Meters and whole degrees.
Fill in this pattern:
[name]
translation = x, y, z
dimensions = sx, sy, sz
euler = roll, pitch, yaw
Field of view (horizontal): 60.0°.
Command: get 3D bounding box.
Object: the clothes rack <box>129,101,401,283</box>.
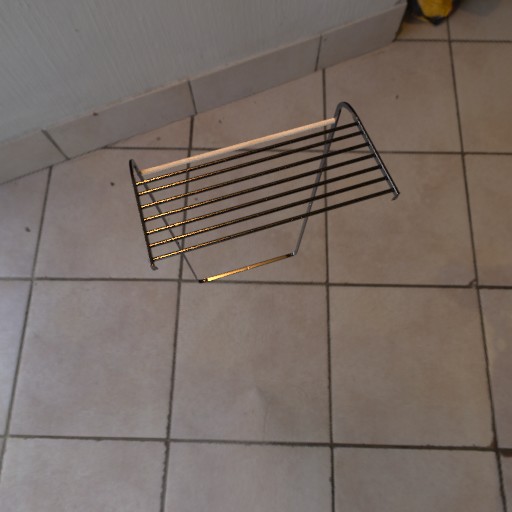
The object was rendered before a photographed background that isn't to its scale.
[clothes rack]
translation = 0.000, 0.000, 1.817
dimensions = 0.609, 1.574, 0.349
euler = -17, 74, -5
